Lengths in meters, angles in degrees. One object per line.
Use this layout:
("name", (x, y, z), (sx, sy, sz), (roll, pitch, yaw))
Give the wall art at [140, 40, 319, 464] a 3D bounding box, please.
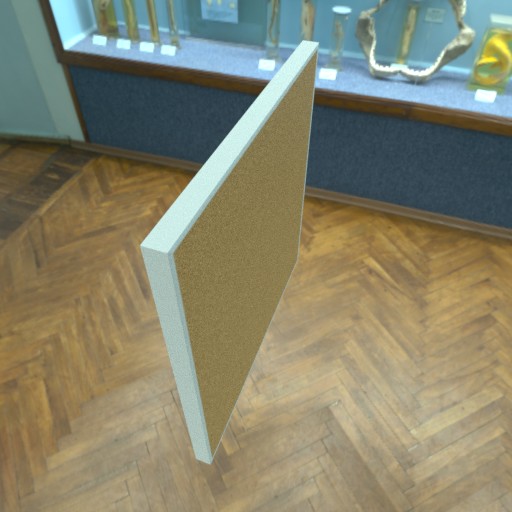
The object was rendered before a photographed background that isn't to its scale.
("wall art", (0.000, 0.000, 1.106), (0.041, 0.765, 0.768), (15, 48, 14))
